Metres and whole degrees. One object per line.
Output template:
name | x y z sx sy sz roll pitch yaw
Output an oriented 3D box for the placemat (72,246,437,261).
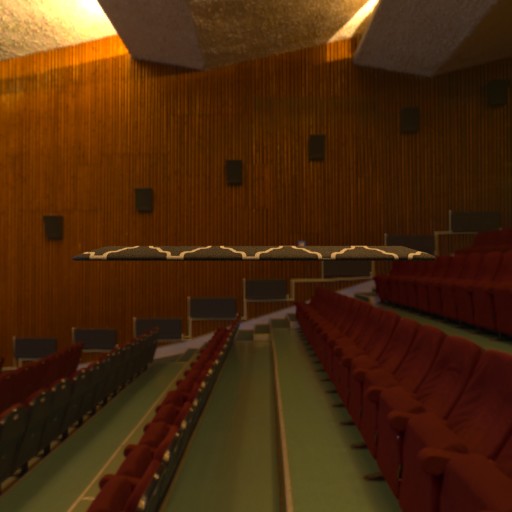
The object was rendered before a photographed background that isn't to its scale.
placemat | 0.000 0.000 0.966 0.508 0.021 0.762 0 -1 1
